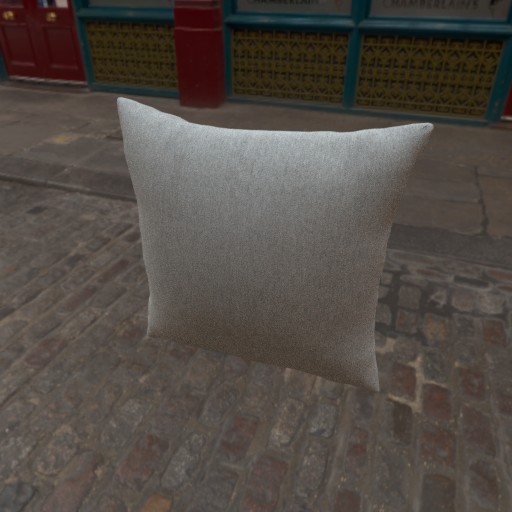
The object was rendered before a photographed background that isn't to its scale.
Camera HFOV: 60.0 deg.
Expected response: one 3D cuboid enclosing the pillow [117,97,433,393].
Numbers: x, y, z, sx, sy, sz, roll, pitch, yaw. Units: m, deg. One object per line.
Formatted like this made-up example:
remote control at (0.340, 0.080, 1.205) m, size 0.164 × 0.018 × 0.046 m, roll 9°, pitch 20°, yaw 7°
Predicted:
pillow at (0.000, 0.000, 0.682) m, size 0.433 × 0.436 × 0.173 m, roll 10°, pitch 33°, yaw 17°
